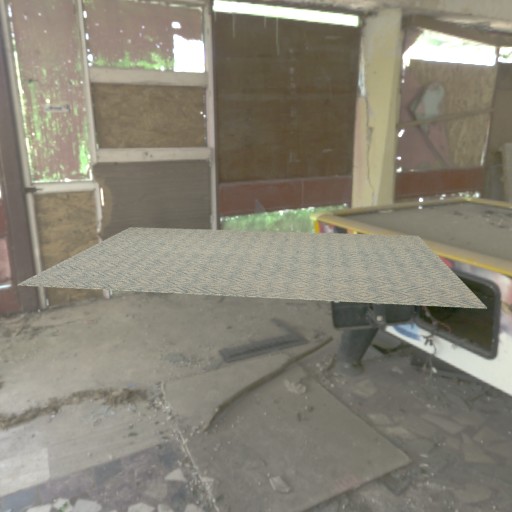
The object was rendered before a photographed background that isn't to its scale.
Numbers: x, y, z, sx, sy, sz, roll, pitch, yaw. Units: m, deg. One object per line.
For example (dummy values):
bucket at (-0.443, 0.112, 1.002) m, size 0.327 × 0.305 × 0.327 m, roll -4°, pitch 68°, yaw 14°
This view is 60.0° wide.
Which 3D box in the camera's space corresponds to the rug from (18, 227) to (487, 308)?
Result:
rug at (0.000, 0.000, 3.008) m, size 2.441 × 0.008 × 1.526 m, roll 2°, pitch 16°, yaw 8°
